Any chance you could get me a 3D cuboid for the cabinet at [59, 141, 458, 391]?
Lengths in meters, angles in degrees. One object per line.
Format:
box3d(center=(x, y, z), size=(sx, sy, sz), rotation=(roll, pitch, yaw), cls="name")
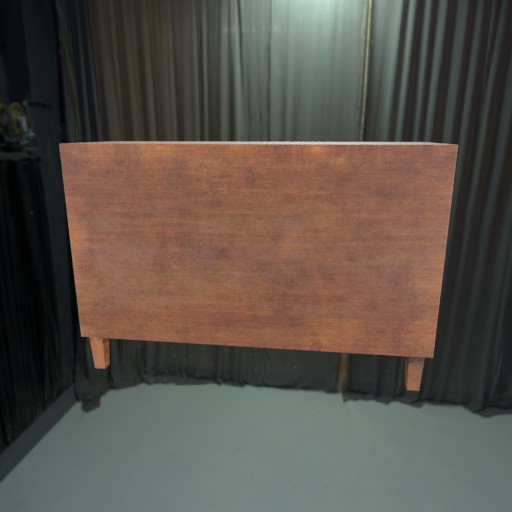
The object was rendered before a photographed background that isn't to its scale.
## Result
box3d(center=(0.000, 0.000, 1.626), size=(1.204, 0.805, 0.403), rotation=(2, 16, 7), cls="cabinet")
